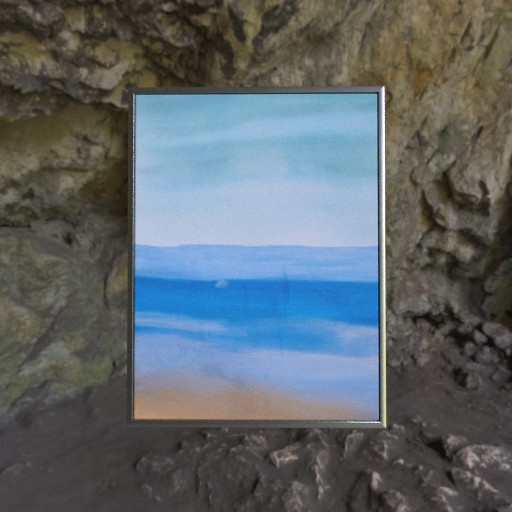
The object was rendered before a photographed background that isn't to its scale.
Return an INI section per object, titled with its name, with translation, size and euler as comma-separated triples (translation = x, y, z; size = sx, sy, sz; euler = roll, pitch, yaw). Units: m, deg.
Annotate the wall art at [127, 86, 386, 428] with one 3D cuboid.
[wall art]
translation = 0.000, 0.000, 1.401
size = 0.803, 1.062, 0.041
euler = 0, -1, 1
